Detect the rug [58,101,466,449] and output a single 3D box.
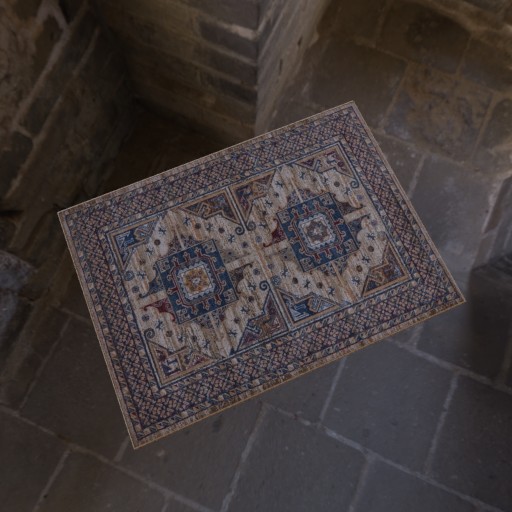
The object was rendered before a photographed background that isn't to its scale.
[{"bbox_3d":[0.000,0.000,2.909,2.227,0.008,1.611,-22,75,-6],"label":"rug"}]
